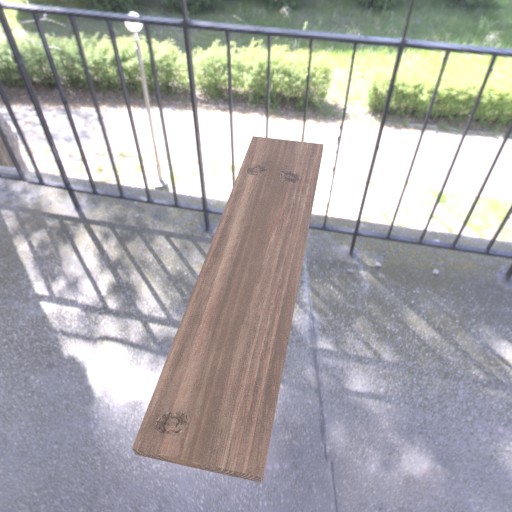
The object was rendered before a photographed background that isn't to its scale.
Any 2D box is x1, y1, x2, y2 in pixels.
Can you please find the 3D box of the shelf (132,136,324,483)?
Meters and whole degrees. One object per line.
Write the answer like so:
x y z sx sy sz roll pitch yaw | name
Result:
0.000 0.000 0.665 0.140 0.020 0.610 9 48 8 | shelf
